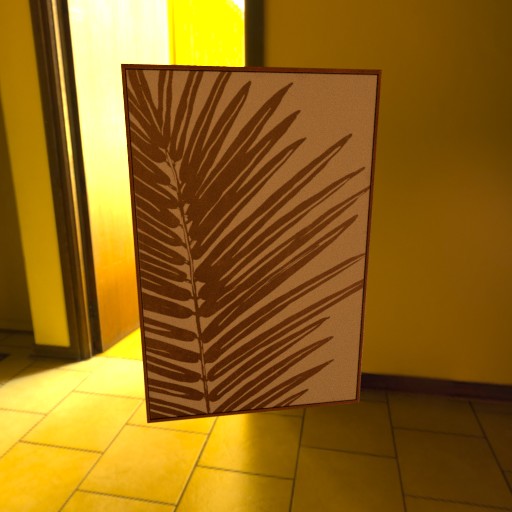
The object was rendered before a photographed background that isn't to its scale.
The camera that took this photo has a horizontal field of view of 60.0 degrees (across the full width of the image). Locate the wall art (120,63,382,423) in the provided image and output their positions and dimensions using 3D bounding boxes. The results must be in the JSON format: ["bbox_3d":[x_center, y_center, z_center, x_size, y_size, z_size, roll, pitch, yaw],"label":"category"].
[{"bbox_3d":[0.000,0.000,1.159,0.610,0.914,0.037,-2,15,-9],"label":"wall art"}]
